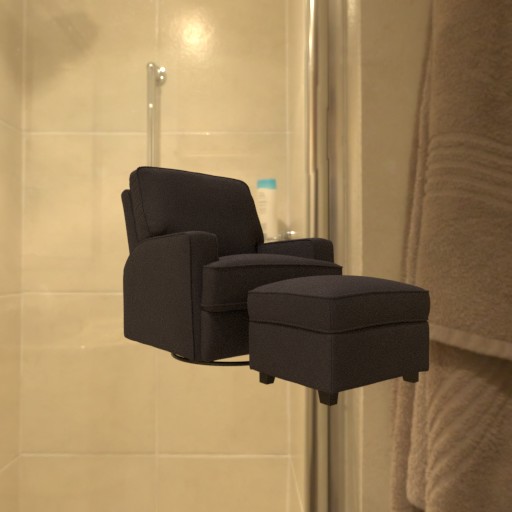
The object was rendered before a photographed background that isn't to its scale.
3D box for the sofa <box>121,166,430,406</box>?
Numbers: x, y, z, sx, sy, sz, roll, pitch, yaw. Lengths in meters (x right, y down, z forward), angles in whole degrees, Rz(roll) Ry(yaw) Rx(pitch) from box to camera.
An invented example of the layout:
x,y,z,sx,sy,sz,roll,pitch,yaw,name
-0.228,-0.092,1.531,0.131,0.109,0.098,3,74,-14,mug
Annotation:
x,y,z,sx,sy,sz,roll,pitch,yaw,name
0.000,0.000,2.070,0.861,0.959,1.472,1,-2,-37,sofa
